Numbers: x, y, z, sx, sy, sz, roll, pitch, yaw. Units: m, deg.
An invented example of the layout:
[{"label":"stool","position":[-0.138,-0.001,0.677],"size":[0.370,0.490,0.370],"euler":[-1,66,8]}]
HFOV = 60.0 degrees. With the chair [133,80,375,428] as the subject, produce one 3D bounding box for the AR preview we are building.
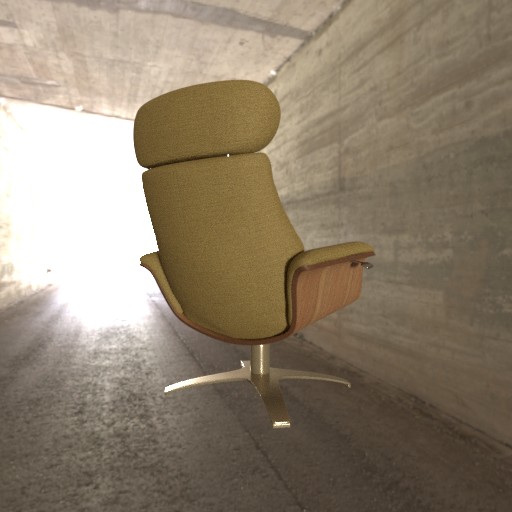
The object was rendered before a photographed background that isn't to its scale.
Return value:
[{"label":"chair","position":[0.000,0.000,1.615],"size":[0.785,0.995,0.837],"euler":[0,0,36]}]
